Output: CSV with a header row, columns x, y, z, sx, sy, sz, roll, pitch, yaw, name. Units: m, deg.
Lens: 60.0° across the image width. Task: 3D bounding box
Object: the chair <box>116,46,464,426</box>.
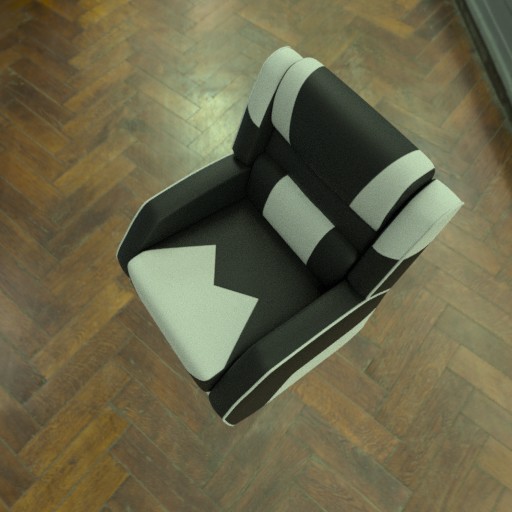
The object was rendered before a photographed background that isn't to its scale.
x,y,z,sx,sy,sz,roll,pitch,yaw,name
0.000,0.000,1.282,0.672,0.805,0.620,-33,68,-15,chair
